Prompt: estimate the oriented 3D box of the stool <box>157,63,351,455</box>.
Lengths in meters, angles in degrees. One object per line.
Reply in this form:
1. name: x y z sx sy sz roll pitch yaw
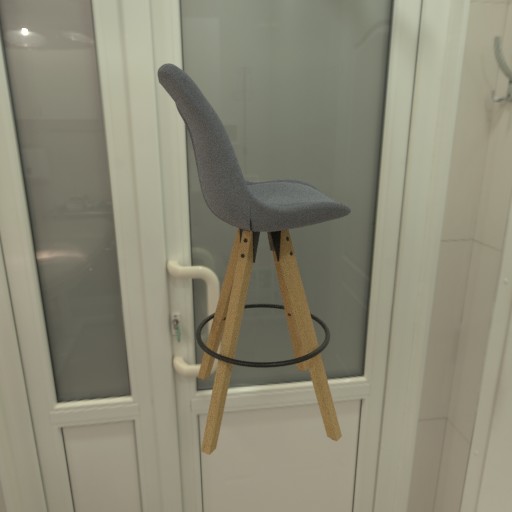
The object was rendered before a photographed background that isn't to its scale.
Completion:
1. stool: 0.000 0.000 1.432 0.550 1.115 0.485 -3 17 -8
